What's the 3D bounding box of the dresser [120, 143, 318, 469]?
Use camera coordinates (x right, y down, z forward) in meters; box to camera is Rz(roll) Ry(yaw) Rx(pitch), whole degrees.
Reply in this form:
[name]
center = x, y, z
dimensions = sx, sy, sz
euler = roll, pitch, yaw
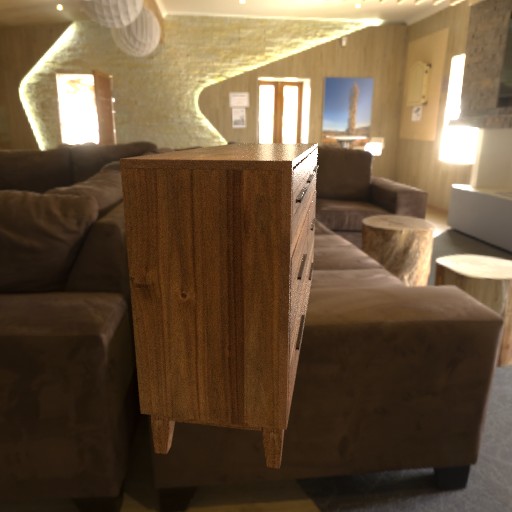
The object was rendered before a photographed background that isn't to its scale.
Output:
[dresser]
center = 0.000, 0.000, 1.846
dimensions = 0.446, 0.873, 1.400
euler = 3, 16, 10
